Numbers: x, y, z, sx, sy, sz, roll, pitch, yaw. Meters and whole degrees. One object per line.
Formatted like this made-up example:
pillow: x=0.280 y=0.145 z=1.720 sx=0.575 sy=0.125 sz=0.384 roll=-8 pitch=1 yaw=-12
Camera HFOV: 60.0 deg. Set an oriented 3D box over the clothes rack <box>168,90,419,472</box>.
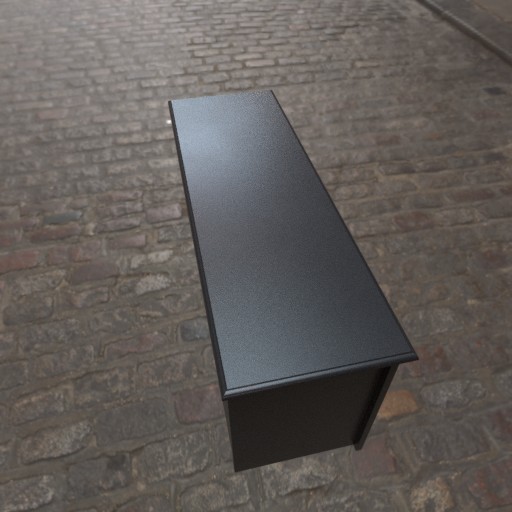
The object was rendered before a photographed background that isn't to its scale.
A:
clothes rack: x=0.000 y=0.000 z=1.475 sx=0.406 sy=0.556 sz=1.219 roll=-9 pitch=47 yaw=-9
